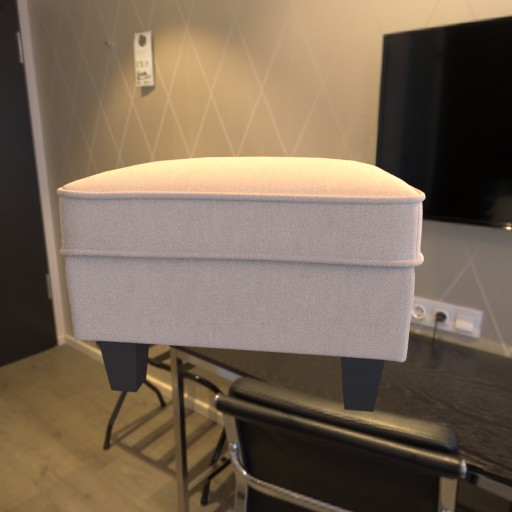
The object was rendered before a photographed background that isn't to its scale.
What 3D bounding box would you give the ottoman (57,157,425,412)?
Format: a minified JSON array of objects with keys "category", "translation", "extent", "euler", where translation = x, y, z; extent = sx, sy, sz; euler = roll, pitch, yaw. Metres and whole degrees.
[{"category":"ottoman","translation":[0.000,0.000,1.012],"extent":[0.613,0.438,0.616],"euler":[2,15,8]}]
